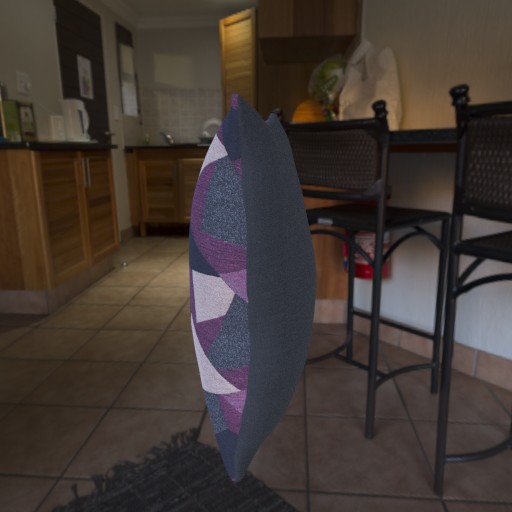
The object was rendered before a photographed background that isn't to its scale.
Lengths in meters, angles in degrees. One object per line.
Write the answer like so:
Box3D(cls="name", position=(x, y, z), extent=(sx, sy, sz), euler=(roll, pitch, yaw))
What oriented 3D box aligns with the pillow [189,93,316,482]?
Box3D(cls="pillow", position=(0.000, 0.000, 0.763), extent=(0.208, 0.496, 0.503), euler=(2, 15, 7))
